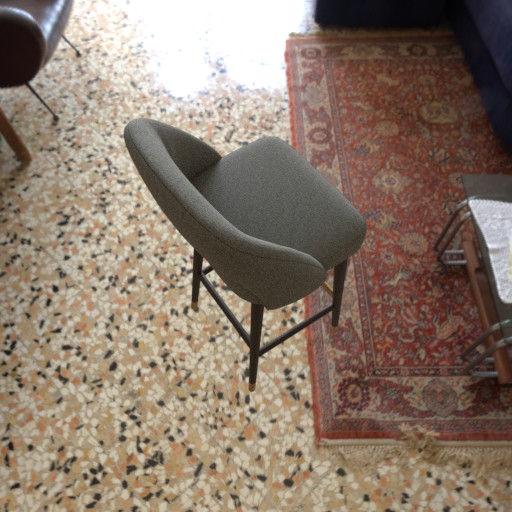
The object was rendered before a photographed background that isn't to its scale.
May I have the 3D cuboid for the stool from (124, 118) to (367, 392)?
[{"bbox_3d":[0.000,0.000,1.424,0.524,1.089,0.536,-31,63,-18],"label":"stool"}]
